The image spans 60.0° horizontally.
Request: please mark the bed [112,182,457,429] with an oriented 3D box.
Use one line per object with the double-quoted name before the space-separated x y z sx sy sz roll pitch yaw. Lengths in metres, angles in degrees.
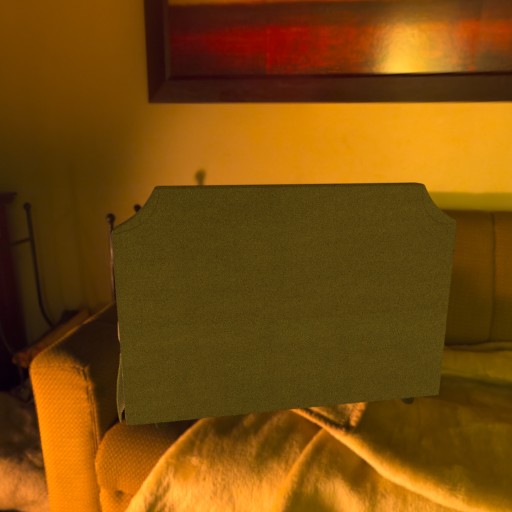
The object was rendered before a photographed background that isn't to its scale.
"bed" 0.000 0.000 3.537 1.977 1.306 2.464 -2 14 -9
